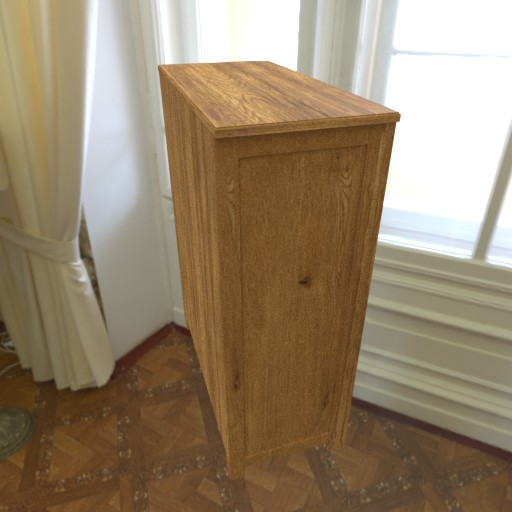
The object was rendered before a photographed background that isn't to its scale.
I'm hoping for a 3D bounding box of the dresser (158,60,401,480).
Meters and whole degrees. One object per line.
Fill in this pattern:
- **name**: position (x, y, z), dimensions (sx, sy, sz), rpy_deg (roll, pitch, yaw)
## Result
- **dresser**: position (0.000, 0.000, 1.935), dimensions (0.558, 1.431, 1.081), rpy_deg (-9, 32, -15)
